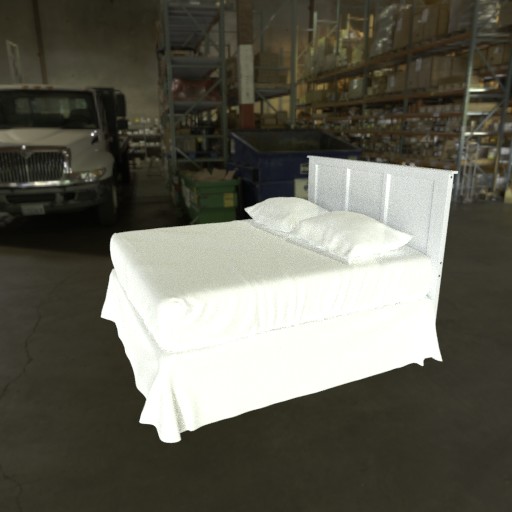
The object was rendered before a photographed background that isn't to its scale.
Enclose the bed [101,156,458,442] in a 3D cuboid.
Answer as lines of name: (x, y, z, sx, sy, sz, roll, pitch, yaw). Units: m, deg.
bed: (0.000, 0.000, 3.200, 2.047, 1.269, 1.876, -8, 18, -25)
